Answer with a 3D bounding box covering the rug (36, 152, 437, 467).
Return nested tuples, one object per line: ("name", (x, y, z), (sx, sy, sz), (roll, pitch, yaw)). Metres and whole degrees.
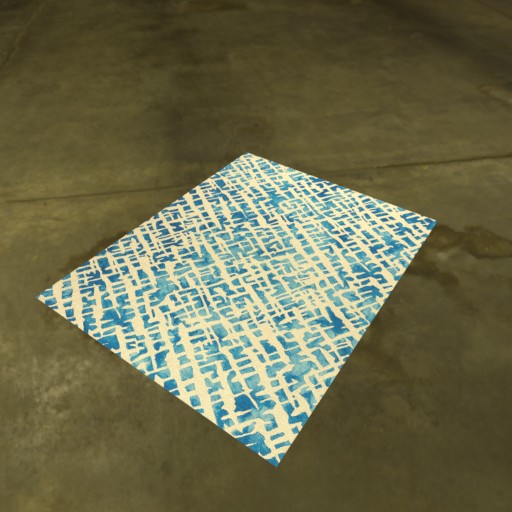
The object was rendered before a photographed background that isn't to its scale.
("rug", (0.000, 0.000, 4.132), (2.435, 0.007, 3.007), (26, 48, 25))
